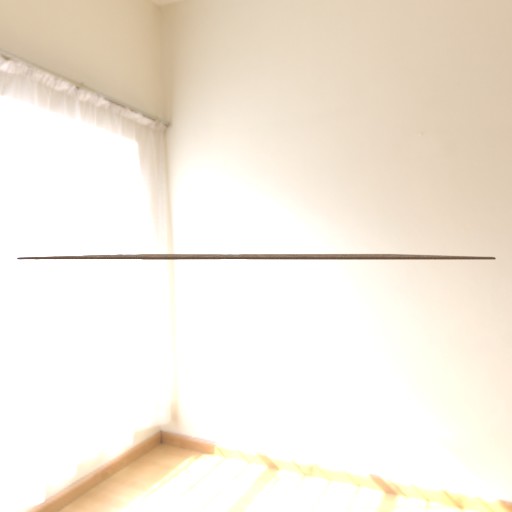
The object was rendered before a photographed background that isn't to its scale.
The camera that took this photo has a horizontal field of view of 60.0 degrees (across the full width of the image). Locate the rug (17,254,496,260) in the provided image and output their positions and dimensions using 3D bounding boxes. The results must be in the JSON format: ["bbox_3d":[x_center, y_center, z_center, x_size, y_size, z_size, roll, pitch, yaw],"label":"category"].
[{"bbox_3d":[0.000,0.000,2.878,2.260,0.013,1.600,0,1,-1],"label":"rug"}]
